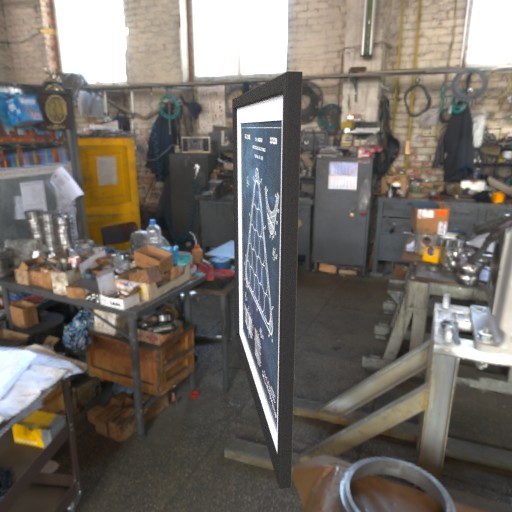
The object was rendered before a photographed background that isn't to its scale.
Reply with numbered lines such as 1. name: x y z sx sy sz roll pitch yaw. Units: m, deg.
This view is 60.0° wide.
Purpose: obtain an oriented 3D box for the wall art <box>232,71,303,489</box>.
1. wall art: 0.000 0.000 1.226 0.028 0.863 0.755 -3 16 -10
